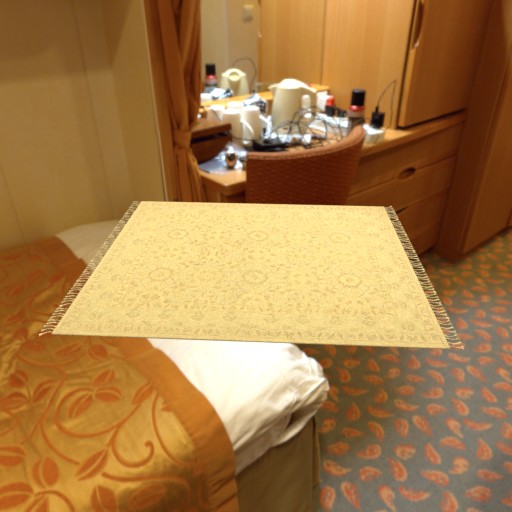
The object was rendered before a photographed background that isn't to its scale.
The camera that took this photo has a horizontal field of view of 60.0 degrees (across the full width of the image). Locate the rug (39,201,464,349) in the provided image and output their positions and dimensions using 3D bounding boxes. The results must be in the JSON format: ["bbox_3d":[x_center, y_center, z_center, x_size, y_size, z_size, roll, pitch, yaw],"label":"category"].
[{"bbox_3d":[0.000,0.000,4.179,3.043,0.013,2.444,2,31,3],"label":"rug"}]
